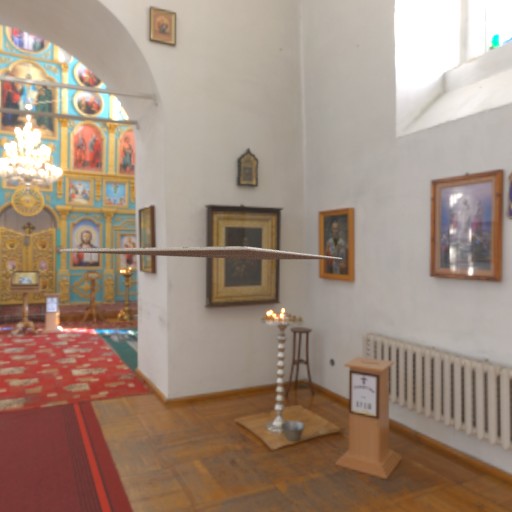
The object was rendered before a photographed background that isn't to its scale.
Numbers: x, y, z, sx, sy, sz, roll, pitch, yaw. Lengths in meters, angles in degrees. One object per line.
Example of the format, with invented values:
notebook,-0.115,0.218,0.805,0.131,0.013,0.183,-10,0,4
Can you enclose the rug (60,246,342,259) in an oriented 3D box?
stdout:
rug,0.000,0.000,2.413,0.662,0.011,2.196,0,-1,18
